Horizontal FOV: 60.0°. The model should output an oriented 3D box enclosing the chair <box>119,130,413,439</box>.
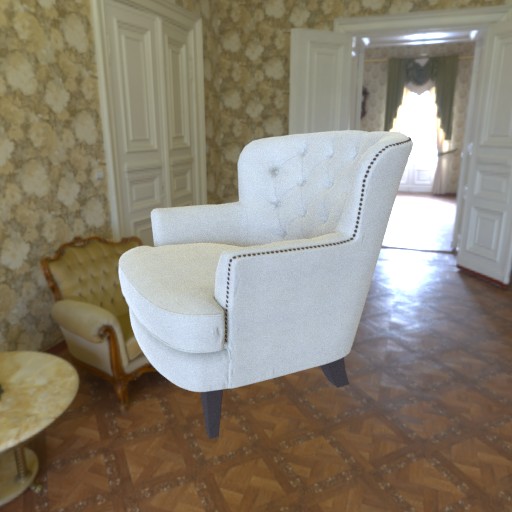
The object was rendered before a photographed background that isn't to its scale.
[{"bbox_3d":[0.000,0.000,1.578,0.906,0.868,0.848,-7,17,-26],"label":"chair"}]
